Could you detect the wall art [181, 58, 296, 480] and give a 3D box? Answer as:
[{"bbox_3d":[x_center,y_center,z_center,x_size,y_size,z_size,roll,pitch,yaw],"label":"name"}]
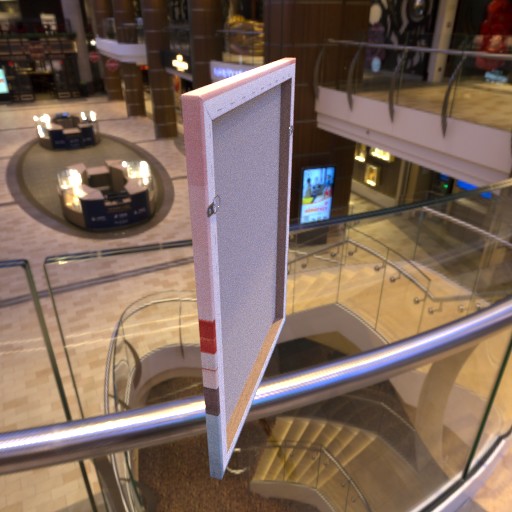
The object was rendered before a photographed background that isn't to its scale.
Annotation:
[{"bbox_3d":[0.000,0.000,1.312,0.039,1.016,0.761,8,30,15],"label":"wall art"}]
